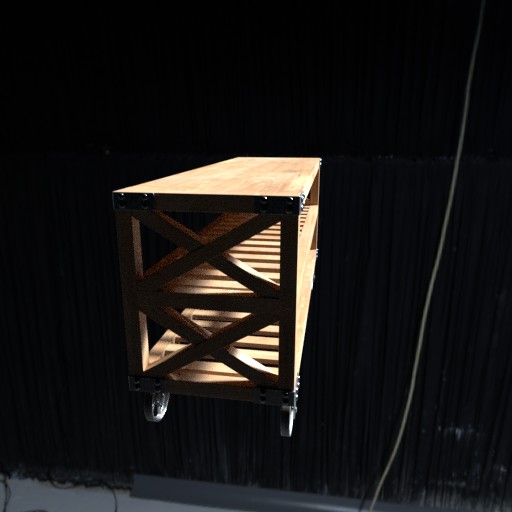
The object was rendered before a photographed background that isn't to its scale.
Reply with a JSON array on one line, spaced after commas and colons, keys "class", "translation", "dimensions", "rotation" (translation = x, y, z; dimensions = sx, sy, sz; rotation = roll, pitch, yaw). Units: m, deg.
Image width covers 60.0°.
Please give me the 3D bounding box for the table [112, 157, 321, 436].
[{"class": "table", "translation": [0.000, 0.000, 1.830], "dimensions": [0.467, 0.711, 1.487], "rotation": [3, 16, 9]}]
